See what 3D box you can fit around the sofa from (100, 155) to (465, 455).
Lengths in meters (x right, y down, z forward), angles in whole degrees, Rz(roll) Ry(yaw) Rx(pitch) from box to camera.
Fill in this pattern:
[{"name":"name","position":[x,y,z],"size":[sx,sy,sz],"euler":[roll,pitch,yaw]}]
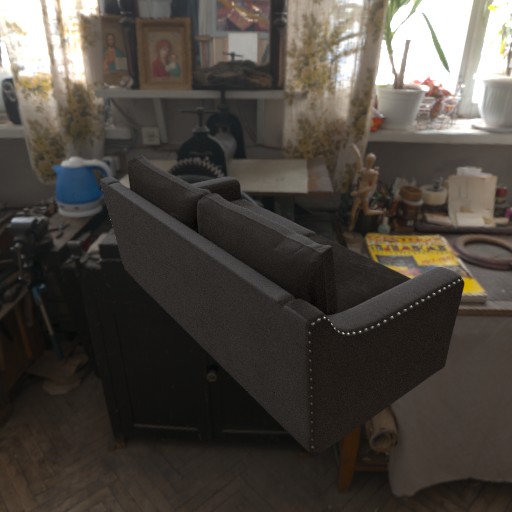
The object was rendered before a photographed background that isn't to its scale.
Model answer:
[{"name":"sofa","position":[0.000,0.000,3.296],"size":[1.336,1.196,2.550],"euler":[-19,33,-32]}]
